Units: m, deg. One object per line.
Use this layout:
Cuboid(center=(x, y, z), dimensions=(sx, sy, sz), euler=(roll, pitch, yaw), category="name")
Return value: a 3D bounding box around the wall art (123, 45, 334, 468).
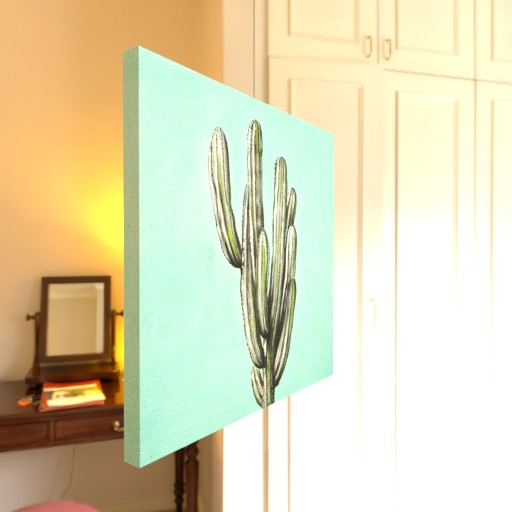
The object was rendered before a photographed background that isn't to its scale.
Cuboid(center=(0.000, 0.000, 0.882), dimensions=(0.036, 0.603, 0.603), euler=(0, 1, 37), category="wall art")
